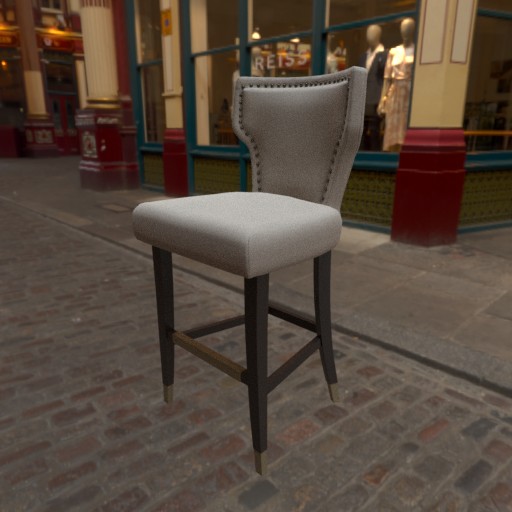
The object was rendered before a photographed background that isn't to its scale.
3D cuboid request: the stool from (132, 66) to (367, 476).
[{"bbox_3d":[0.000,0.000,1.389,0.563,1.092,0.526,-16,23,-42],"label":"stool"}]
